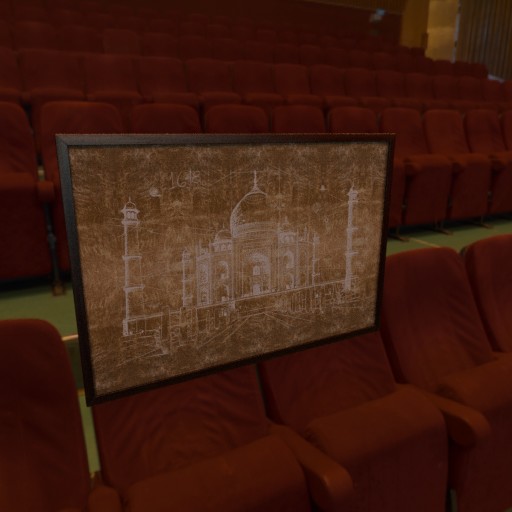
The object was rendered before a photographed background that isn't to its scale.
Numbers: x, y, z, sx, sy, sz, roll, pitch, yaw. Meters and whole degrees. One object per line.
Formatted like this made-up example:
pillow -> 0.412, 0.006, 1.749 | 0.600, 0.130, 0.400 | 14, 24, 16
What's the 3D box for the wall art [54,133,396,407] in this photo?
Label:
wall art -> 0.000, 0.000, 1.053 | 0.816, 0.559, 0.014 | -8, 17, -26
